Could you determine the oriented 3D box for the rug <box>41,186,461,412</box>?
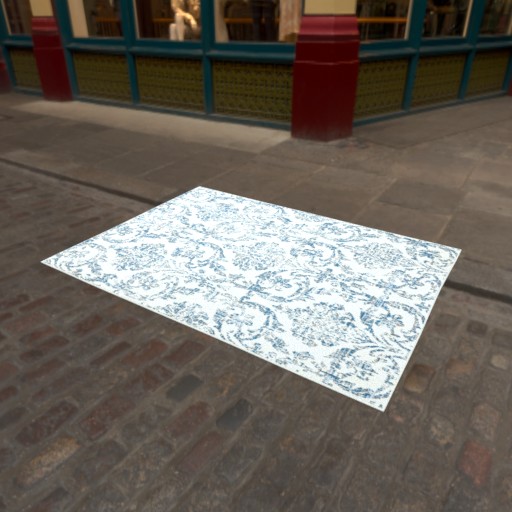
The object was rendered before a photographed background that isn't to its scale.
[{"bbox_3d":[0.000,0.000,2.845,2.197,0.014,1.586,17,34,28],"label":"rug"}]
